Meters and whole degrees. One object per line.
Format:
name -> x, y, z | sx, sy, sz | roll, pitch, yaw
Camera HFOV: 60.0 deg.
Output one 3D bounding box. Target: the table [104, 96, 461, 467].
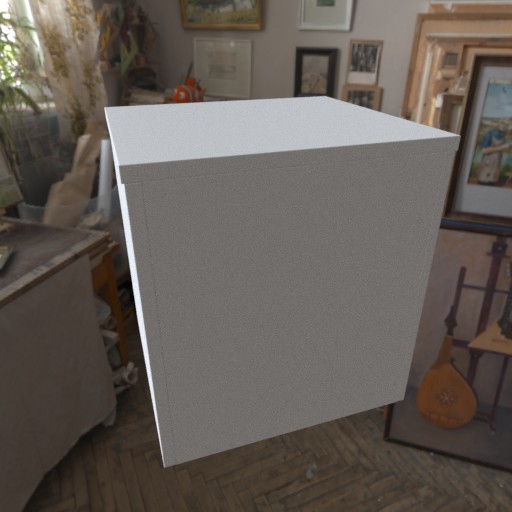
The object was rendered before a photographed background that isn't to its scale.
table -> 0.000, 0.000, 0.767 | 0.420, 0.460, 0.380 | -9, 29, -17
